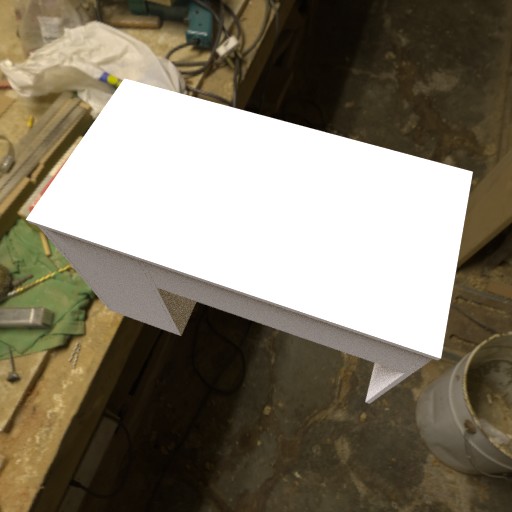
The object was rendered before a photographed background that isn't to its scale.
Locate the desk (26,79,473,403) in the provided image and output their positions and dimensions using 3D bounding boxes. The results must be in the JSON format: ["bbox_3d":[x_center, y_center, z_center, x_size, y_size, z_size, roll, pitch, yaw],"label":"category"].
[{"bbox_3d":[0.000,0.000,1.534,1.096,0.730,0.560,18,64,9],"label":"desk"}]
